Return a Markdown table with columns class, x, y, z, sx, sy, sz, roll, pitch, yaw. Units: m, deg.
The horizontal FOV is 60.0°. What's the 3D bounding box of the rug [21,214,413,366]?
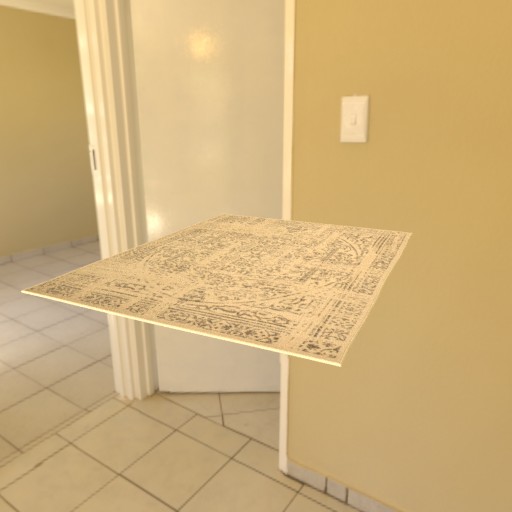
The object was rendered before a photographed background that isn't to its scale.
| class | x | y | z | sx | sy | sz | roll | pitch | yaw |
| --- | --- | --- | --- | --- | --- | --- | --- | --- | --- |
| rug | 0.000 | 0.000 | 3.907 | 2.311 | 0.032 | 2.921 | 8 | 19 | 24 |
